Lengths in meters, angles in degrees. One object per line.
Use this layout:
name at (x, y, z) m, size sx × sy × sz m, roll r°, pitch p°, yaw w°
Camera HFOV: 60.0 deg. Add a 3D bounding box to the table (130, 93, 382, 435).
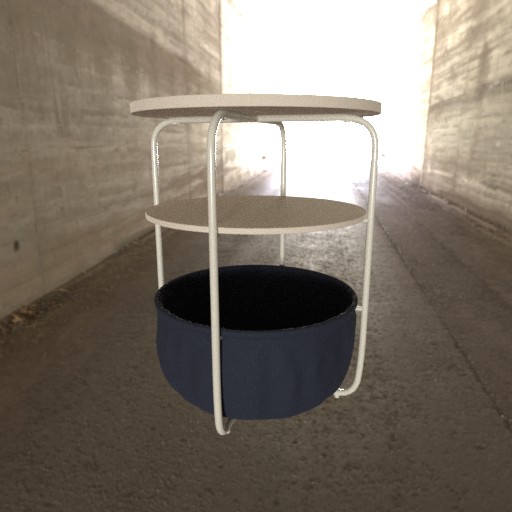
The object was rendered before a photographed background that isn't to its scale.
table at (0.000, 0.000, 0.829) m, size 0.418 × 0.532 × 0.418 m, roll -7°, pitch 16°, yaw -27°
